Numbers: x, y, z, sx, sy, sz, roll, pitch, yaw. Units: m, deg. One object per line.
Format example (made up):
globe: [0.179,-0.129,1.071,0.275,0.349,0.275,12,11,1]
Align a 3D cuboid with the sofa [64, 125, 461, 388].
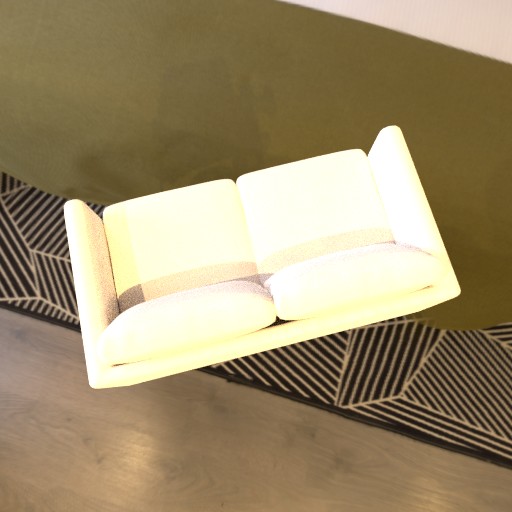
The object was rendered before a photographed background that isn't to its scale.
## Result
sofa: [0.000,0.000,2.314,1.713,0.893,0.940,-14,76,-4]
